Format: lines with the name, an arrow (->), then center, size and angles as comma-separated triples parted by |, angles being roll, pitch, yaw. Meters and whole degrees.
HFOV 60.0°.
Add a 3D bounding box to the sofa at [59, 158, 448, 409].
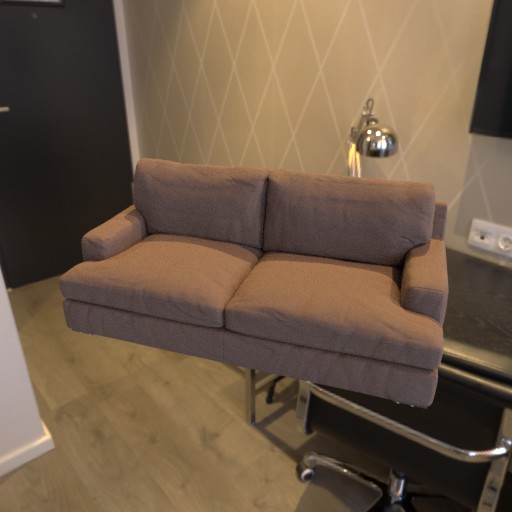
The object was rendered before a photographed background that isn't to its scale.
sofa -> 0.000, 0.000, 2.833 | 2.274, 0.950, 1.140 | 8, 26, 17
